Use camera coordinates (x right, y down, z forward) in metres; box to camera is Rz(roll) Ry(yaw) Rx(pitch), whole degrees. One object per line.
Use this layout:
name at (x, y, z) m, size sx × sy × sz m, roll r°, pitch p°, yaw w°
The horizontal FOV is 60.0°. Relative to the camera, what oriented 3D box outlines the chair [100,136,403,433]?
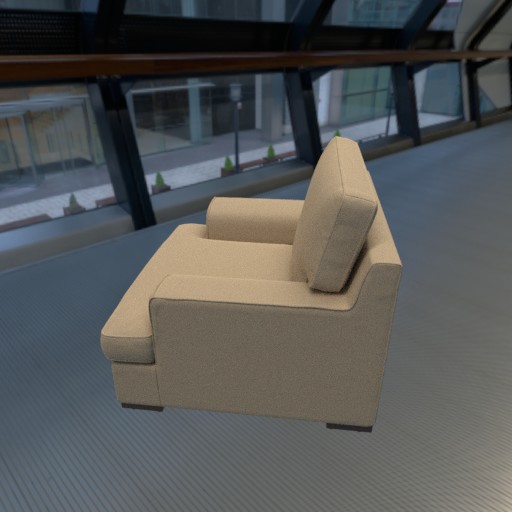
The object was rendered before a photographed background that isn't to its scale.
chair at (0.000, 0.000, 2.176) m, size 1.274 × 1.005 × 1.293 m, roll 0°, pitch 27°, yaw 0°
